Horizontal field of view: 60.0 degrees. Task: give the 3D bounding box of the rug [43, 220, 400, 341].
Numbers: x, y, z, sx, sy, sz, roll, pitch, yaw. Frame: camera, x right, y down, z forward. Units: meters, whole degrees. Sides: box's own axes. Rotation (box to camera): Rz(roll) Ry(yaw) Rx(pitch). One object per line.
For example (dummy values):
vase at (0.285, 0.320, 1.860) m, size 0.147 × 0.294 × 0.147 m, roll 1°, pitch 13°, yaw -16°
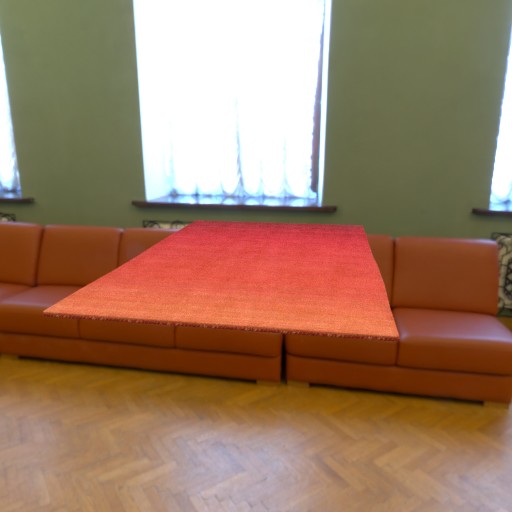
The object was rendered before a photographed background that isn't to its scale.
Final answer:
rug at (0.000, 0.000, 2.334) m, size 1.230 × 0.018 × 1.835 m, roll 2°, pitch 15°, yaw 9°
